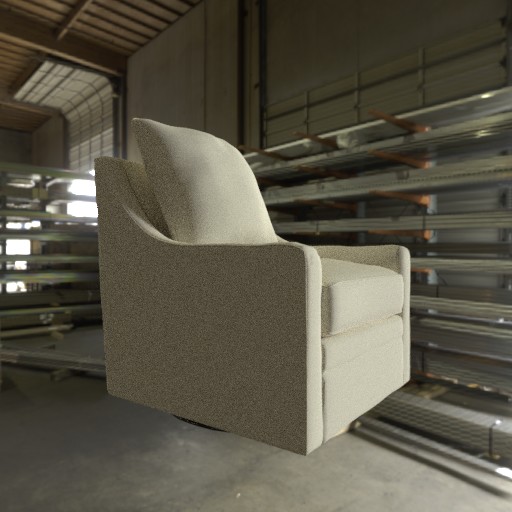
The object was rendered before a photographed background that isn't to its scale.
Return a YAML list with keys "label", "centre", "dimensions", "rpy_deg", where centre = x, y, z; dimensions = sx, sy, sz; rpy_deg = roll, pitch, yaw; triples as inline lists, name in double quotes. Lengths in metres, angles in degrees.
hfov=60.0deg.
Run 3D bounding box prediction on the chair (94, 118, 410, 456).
- label: "chair"
  centre: [0.000, 0.000, 1.565]
  dimensions: [0.876, 0.965, 0.756]
  rpy_deg: [0, 1, 37]
